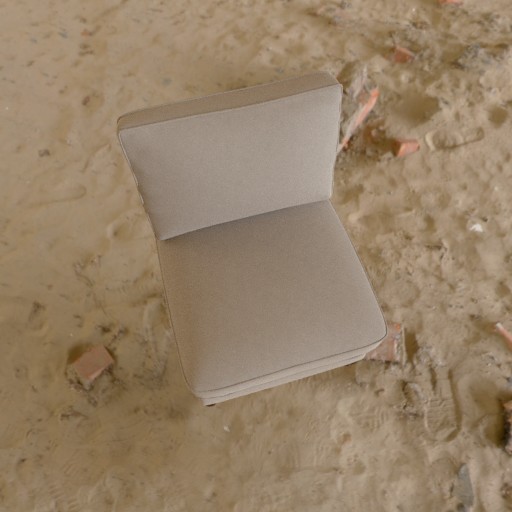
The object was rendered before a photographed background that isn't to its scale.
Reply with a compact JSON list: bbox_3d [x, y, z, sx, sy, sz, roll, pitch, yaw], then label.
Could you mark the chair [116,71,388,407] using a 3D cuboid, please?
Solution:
[{"bbox_3d":[0.000,0.000,1.676,0.724,1.052,0.912,-14,63,-7],"label":"chair"}]
